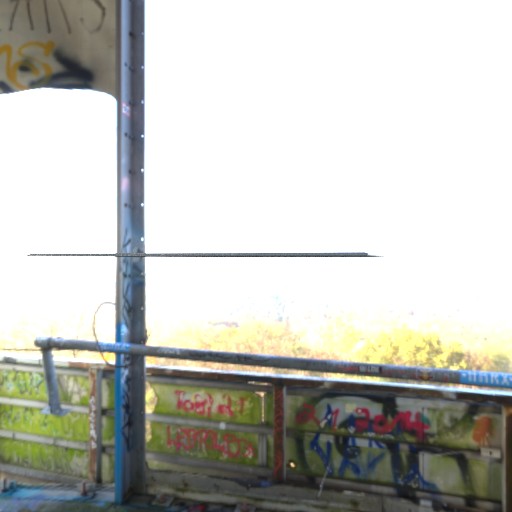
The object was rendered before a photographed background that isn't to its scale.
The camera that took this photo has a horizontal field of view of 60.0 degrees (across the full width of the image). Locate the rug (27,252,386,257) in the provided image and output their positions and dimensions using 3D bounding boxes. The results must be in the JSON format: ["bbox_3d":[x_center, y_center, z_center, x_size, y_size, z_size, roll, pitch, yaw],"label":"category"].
[{"bbox_3d":[0.000,0.000,2.908,1.578,0.014,2.206,0,0,18],"label":"rug"}]
